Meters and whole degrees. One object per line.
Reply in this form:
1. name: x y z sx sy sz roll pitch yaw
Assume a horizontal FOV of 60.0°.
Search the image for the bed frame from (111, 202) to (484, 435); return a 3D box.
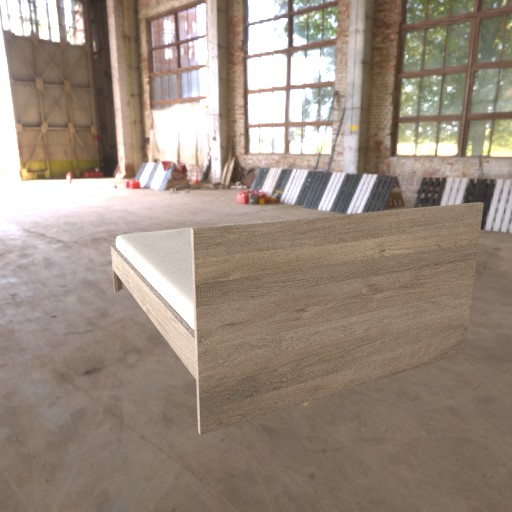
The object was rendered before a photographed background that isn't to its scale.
1. bed frame: 0.000 0.000 2.765 1.490 0.800 1.950 -7 16 -27
